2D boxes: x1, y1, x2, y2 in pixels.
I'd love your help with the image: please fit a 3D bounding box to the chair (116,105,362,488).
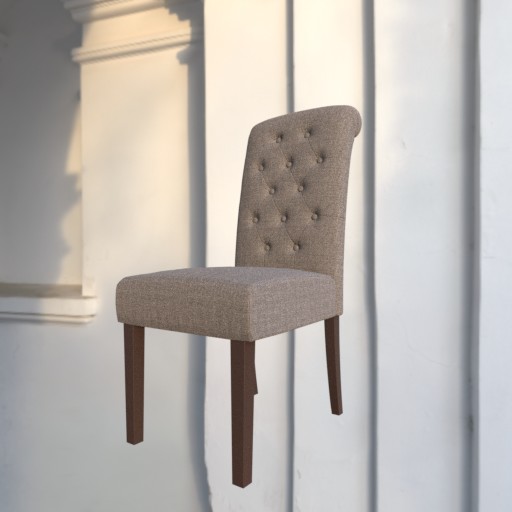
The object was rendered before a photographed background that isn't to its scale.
[{"bbox_3d":[0.000,0.000,1.337,0.456,1.006,0.671,0,1,36],"label":"chair"}]
